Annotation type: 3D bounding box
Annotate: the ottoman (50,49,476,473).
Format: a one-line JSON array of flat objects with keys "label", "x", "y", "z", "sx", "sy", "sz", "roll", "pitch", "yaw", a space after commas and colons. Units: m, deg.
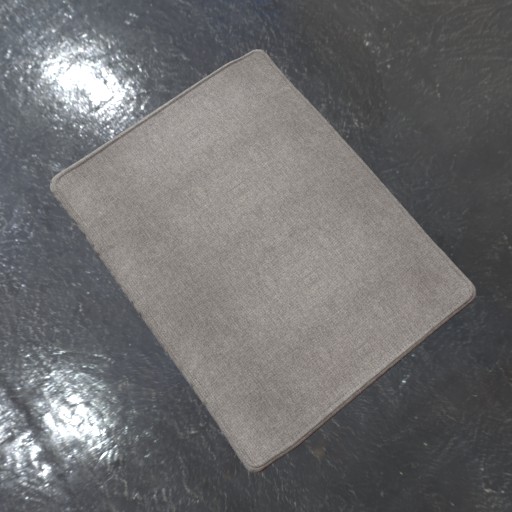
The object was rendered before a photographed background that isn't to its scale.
[{"label": "ottoman", "x": 0.000, "y": 0.000, "z": 1.205, "sx": 0.652, "sy": 0.492, "sz": 0.833, "roll": -37, "pitch": 79, "yaw": -8}]
